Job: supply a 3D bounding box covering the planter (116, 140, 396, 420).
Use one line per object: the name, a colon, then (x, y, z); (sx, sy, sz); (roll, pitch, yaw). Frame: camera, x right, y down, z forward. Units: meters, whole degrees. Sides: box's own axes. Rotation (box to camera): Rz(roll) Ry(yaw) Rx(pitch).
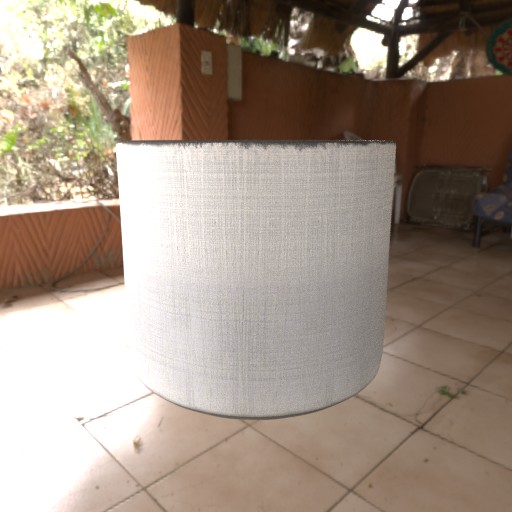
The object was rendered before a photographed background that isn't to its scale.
planter: (0.000, 0.000, 0.439); (0.254, 0.221, 0.254); (0, 14, 0)
